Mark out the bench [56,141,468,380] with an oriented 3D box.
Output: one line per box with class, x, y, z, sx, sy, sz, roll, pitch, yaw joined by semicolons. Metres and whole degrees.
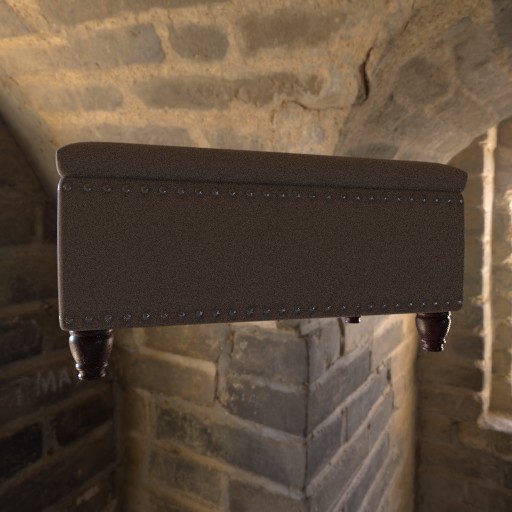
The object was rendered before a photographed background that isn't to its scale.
bench;0.000;0.000;1.144;0.887;0.449;0.500;0;2;-17
